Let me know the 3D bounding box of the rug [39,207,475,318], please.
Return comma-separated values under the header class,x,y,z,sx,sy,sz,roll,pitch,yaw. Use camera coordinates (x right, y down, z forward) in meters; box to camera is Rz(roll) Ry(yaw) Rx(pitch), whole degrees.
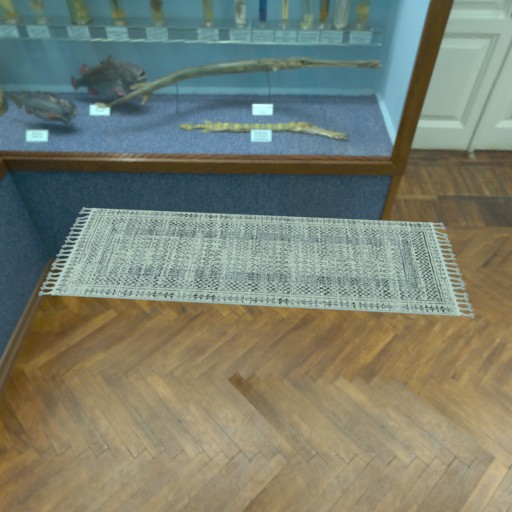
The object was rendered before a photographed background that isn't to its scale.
class,x,y,z,sx,sy,sz,roll,pitch,yaw
rug,0.000,0.000,2.749,2.480,0.013,0.786,3,47,3
